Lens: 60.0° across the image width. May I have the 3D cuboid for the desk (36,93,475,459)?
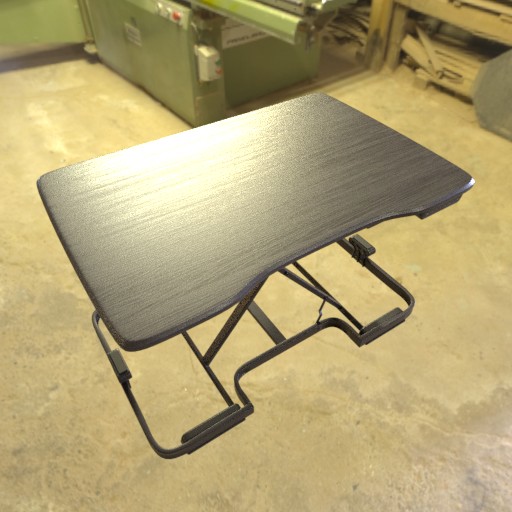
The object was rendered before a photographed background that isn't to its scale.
[{"bbox_3d":[0.000,0.000,1.115,0.820,0.470,0.546,-24,49,-23],"label":"desk"}]
